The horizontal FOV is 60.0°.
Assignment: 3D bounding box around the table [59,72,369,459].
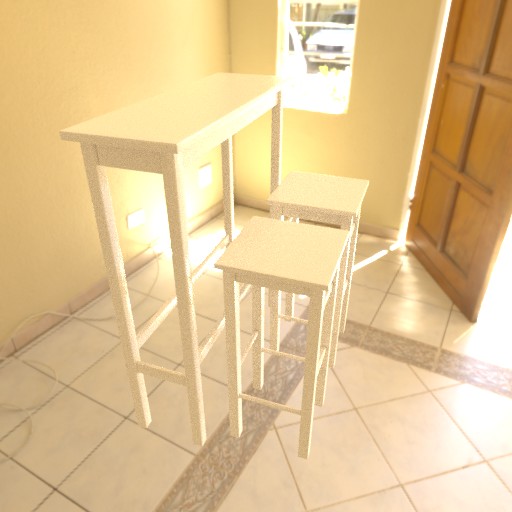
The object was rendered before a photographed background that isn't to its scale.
[{"bbox_3d":[0.000,0.000,1.583,0.650,1.065,0.915,10,32,17],"label":"table"}]
